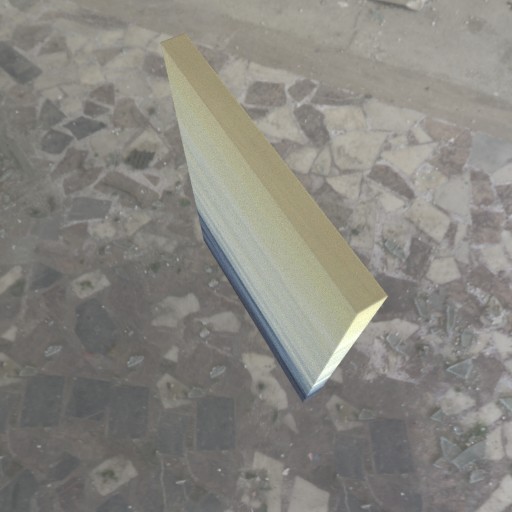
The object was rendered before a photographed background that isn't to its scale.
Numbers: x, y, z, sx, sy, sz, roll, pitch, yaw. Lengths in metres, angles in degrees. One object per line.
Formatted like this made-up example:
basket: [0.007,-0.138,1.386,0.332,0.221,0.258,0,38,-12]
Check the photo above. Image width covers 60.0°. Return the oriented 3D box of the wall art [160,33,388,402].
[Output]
wall art: [0.000,0.000,0.836,0.040,0.608,0.489,-28,67,-13]
